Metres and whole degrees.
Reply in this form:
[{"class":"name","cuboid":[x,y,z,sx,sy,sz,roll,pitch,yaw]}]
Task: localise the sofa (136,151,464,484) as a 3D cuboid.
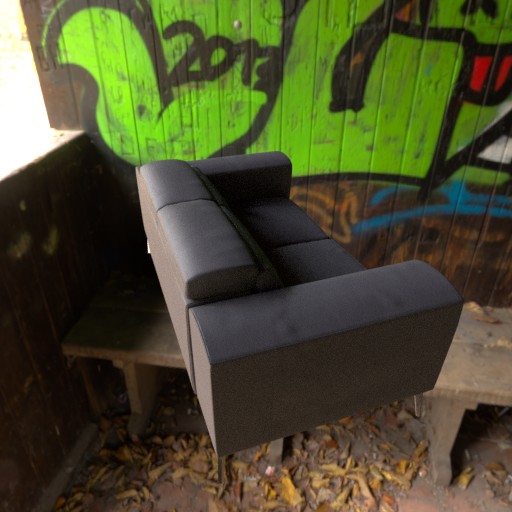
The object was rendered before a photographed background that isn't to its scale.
[{"class":"sofa","cuboid":[0.000,0.000,2.362,1.003,0.779,1.895,-11,33,-17]}]
